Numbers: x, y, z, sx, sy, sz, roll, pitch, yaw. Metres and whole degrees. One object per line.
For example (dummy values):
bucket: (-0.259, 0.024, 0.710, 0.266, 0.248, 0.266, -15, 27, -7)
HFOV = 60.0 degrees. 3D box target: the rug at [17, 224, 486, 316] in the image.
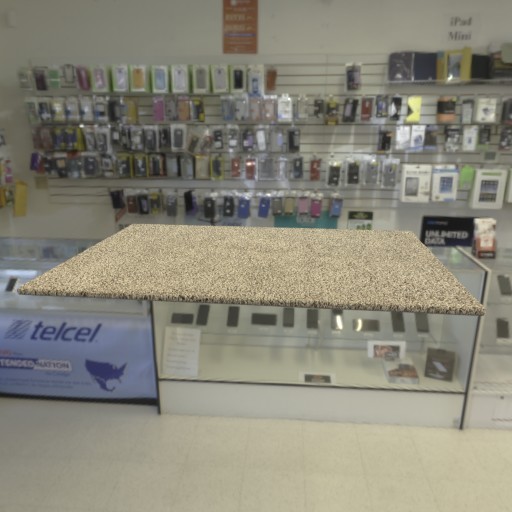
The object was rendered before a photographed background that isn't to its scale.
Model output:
rug: (0.000, 0.000, 2.235, 1.778, 0.030, 1.219, 2, 17, 6)
